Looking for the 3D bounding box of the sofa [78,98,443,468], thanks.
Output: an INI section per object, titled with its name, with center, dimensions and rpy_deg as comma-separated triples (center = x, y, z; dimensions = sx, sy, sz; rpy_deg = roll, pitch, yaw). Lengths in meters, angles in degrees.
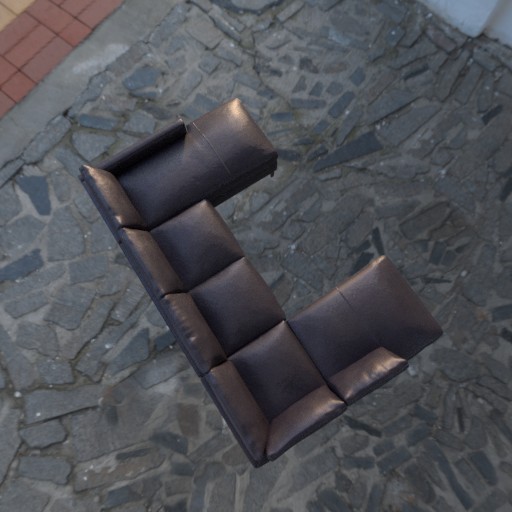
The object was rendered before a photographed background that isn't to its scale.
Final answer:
[sofa]
center = 0.000, 0.000, 4.008
dimensions = 1.939, 0.900, 2.956
rpy_deg = -32, 78, -8
